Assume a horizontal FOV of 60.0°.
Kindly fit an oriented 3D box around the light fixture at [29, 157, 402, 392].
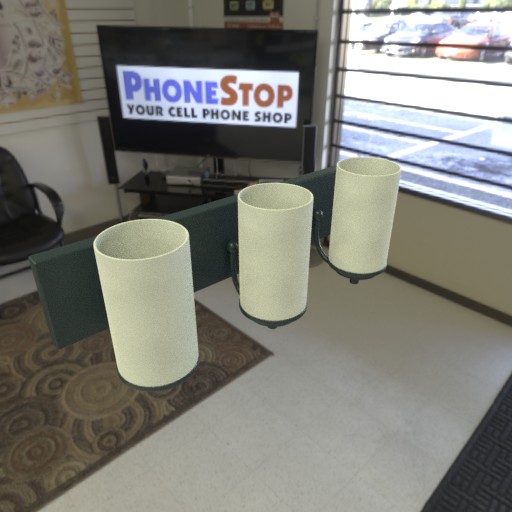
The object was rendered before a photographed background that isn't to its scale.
[{"bbox_3d":[0.000,0.000,0.528,0.451,0.172,0.145,-22,36,-34],"label":"light fixture"}]
